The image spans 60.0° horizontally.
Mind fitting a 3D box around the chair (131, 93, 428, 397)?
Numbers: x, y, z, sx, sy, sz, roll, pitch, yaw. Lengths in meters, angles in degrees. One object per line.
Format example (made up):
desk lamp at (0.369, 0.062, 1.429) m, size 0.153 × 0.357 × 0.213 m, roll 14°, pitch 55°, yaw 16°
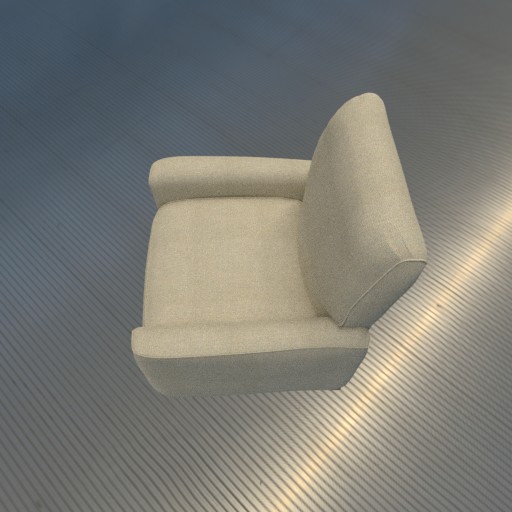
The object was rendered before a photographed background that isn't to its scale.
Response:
chair at (0.000, 0.000, 1.642) m, size 0.853 × 1.006 × 0.850 m, roll -2°, pitch 58°, yaw -1°
